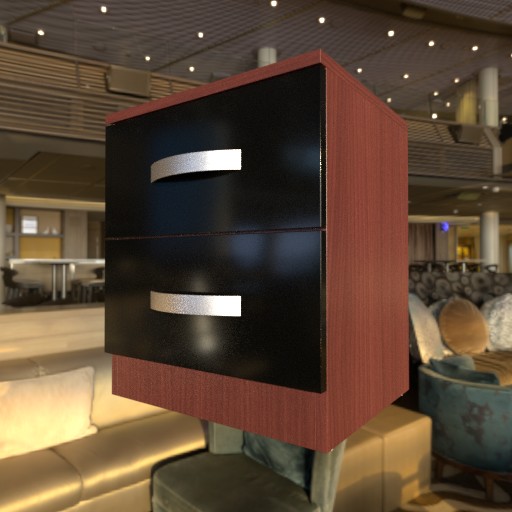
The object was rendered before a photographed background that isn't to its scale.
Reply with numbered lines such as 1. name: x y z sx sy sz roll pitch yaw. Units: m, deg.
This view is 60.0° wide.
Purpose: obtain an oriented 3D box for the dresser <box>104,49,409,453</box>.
1. dresser: 0.000 0.000 0.747 0.400 0.470 0.360 -1 -1 35
